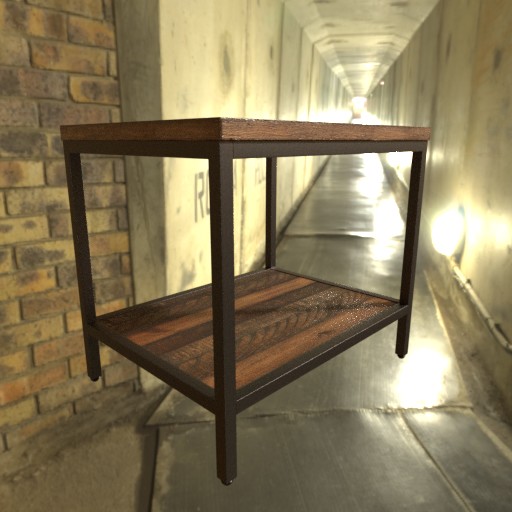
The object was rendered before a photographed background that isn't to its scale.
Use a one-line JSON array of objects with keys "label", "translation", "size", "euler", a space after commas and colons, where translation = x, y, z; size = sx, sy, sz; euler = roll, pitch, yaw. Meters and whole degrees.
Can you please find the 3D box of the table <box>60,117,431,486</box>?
[{"label": "table", "translation": [0.000, 0.000, 1.090], "size": [0.524, 0.612, 0.678], "euler": [14, 20, 42]}]
